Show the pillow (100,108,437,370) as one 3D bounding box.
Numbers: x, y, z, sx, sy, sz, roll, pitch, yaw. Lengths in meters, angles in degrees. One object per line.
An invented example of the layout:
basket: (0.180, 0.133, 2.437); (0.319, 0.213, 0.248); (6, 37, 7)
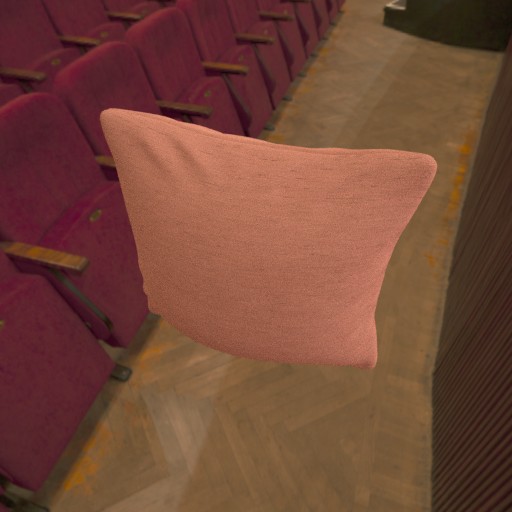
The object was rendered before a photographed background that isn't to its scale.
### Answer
pillow: (0.000, 0.000, 0.676); (0.432, 0.415, 0.246); (12, 44, 13)
